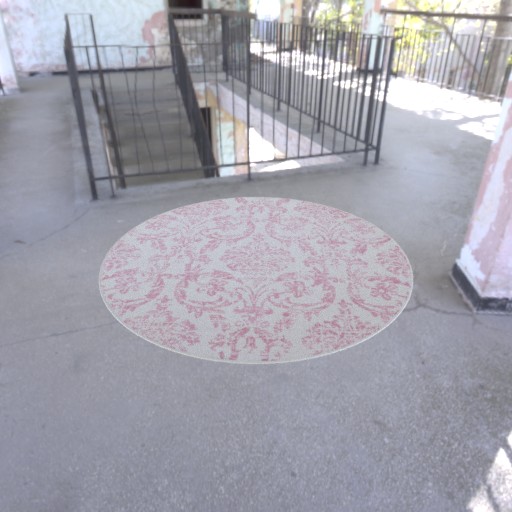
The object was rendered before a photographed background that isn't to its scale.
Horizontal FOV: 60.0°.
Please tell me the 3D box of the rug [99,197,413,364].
[{"bbox_3d":[0.000,0.000,2.348,1.593,0.012,1.593,0,30,0],"label":"rug"}]
